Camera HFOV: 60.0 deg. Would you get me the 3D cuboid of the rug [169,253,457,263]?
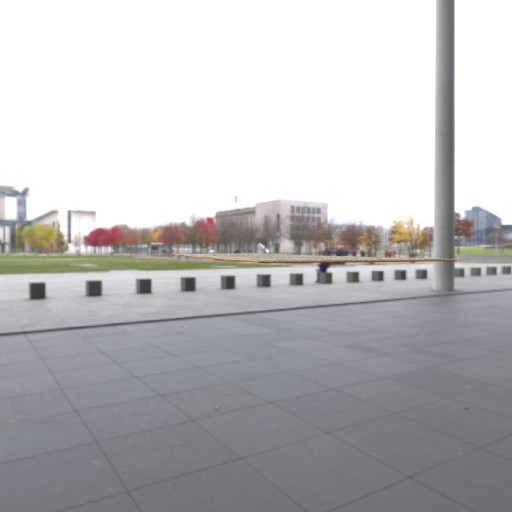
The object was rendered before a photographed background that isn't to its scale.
[{"bbox_3d":[0.000,0.000,2.482,0.704,0.014,2.294,0,1,-18],"label":"rug"}]
